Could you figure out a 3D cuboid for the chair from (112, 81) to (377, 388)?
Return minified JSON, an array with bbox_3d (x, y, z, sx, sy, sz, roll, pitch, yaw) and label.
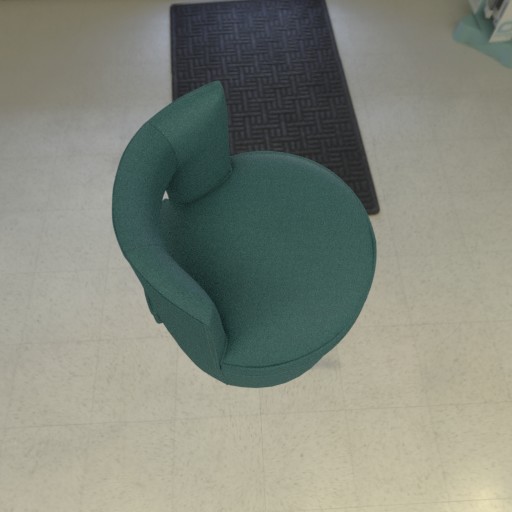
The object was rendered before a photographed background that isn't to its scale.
[{"bbox_3d":[0.000,0.000,1.281,0.660,0.711,0.684,0,64,0],"label":"chair"}]
